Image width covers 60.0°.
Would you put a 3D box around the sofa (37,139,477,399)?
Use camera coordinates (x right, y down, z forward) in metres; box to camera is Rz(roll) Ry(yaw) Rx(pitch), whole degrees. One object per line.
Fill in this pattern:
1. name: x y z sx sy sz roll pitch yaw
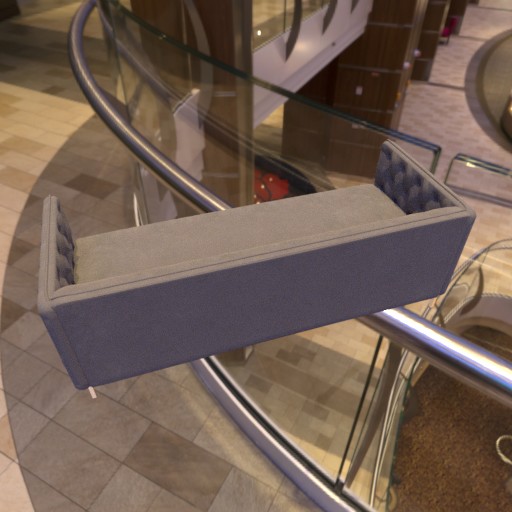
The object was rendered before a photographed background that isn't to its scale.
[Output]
1. sofa: 0.000 0.000 2.607 2.209 0.771 0.895 -12 43 -13
